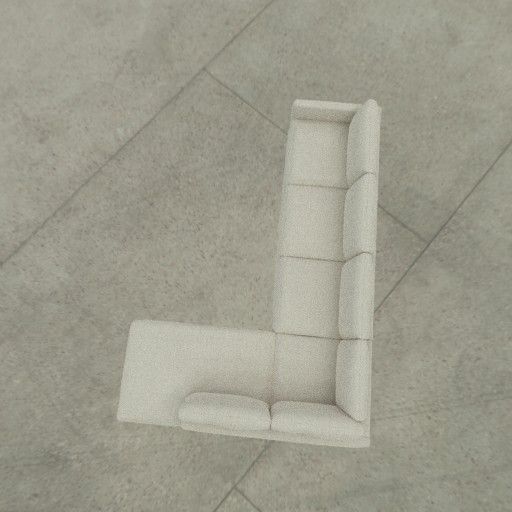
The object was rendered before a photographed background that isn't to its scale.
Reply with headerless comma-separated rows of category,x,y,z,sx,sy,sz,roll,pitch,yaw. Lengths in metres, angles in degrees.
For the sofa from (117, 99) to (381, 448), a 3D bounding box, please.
sofa,0.000,0.000,3.877,2.007,0.815,2.949,5,77,1
